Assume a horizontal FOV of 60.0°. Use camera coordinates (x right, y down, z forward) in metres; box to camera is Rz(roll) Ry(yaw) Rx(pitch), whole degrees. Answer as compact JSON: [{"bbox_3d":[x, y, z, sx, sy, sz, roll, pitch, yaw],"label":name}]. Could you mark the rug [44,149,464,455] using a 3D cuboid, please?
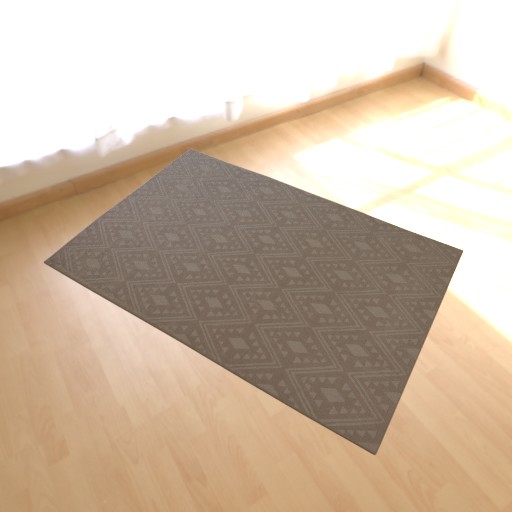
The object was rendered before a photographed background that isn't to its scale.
[{"bbox_3d":[0.000,0.000,2.331,1.829,0.034,1.252,25,51,21],"label":"rug"}]
